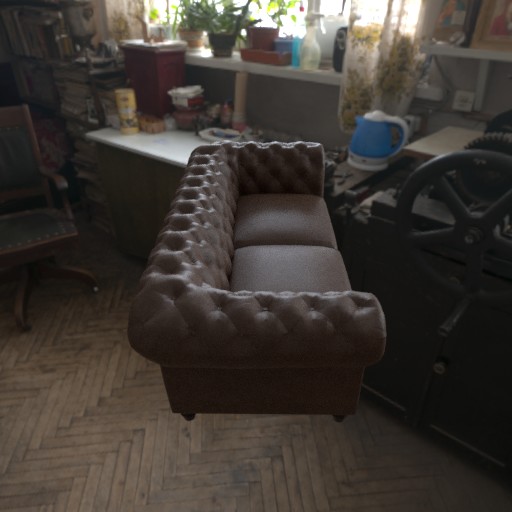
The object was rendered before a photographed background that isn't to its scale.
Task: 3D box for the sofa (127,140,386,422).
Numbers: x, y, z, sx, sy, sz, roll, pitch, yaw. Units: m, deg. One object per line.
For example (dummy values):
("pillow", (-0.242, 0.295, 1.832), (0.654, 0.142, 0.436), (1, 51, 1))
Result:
("sofa", (0.000, 0.000, 2.525), (0.955, 0.784, 2.048), (0, 32, 1))
